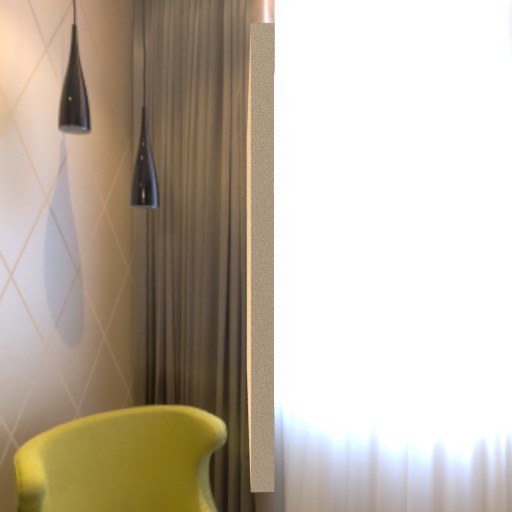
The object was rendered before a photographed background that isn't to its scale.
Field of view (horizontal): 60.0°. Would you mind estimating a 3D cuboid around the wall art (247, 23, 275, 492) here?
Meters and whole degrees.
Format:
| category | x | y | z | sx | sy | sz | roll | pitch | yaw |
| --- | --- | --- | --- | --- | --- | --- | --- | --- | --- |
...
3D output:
| category | x | y | z | sx | sy | sz | roll | pitch | yaw |
| --- | --- | --- | --- | --- | --- | --- | --- | --- | --- |
| wall art | 0.000 | 0.000 | 0.807 | 0.028 | 0.559 | 0.559 | 0 | 1 | -2 |
